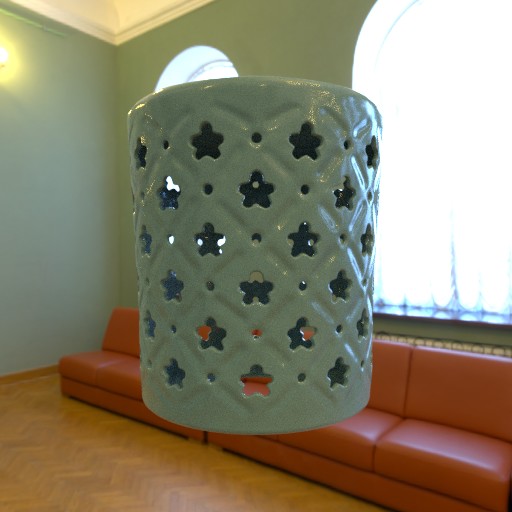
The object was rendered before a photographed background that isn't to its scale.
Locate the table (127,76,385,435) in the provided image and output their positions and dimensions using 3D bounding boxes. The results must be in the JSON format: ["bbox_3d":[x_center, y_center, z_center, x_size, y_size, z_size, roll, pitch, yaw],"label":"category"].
[{"bbox_3d":[0.000,0.000,0.632,0.352,0.387,0.352,0,1,0],"label":"table"}]
